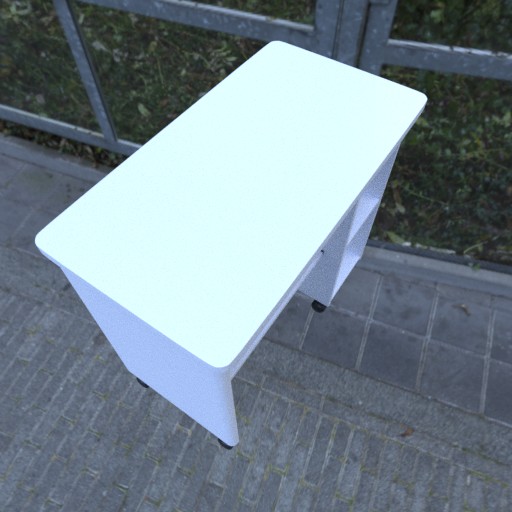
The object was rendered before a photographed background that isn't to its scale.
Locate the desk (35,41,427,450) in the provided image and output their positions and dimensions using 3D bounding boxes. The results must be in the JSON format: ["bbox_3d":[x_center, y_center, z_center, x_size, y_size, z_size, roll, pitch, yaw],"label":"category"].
[{"bbox_3d":[0.000,0.000,1.302,0.475,0.763,0.877,29,60,19],"label":"desk"}]
